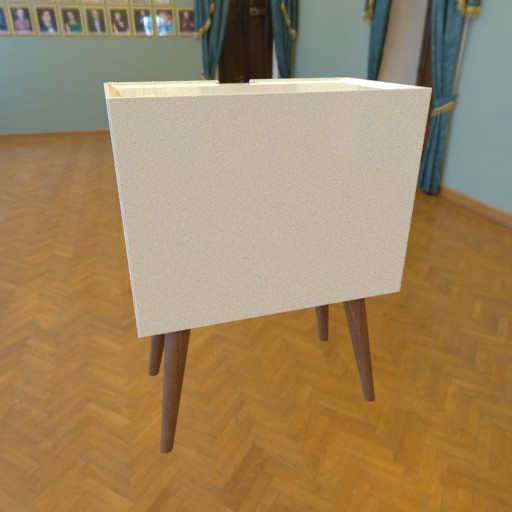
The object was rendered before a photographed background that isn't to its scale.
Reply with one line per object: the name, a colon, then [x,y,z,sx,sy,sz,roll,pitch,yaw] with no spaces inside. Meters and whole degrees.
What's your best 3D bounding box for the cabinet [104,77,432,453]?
cabinet: [0.000,0.000,1.068,0.591,0.772,0.344,-8,26,-16]
